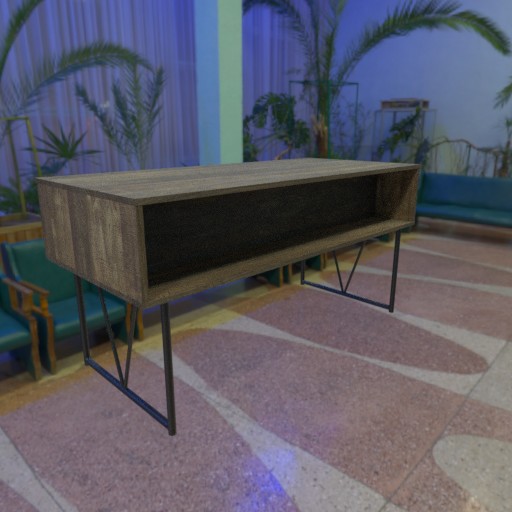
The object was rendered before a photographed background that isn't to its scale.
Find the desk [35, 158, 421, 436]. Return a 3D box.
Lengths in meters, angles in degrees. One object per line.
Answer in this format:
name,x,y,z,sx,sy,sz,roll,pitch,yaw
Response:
desk,0.000,0.000,2.037,1.600,0.780,0.730,-15,22,-43
